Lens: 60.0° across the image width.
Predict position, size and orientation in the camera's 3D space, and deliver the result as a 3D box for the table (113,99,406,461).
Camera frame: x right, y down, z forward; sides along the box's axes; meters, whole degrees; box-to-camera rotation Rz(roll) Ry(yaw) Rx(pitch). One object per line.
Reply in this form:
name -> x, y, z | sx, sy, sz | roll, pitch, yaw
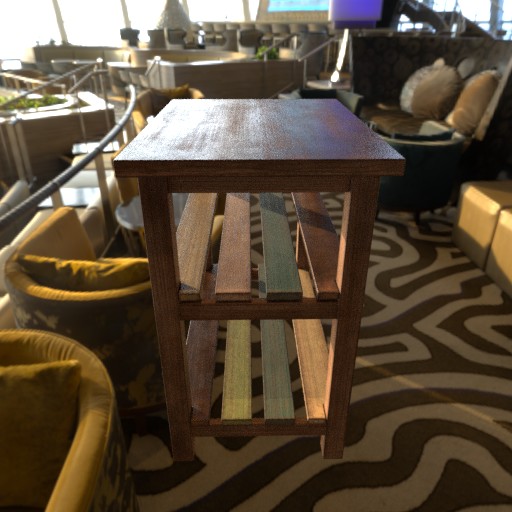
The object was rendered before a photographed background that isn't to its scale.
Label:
table -> 0.000, 0.000, 0.942 | 0.356, 0.584, 0.609 | 0, 28, -1
